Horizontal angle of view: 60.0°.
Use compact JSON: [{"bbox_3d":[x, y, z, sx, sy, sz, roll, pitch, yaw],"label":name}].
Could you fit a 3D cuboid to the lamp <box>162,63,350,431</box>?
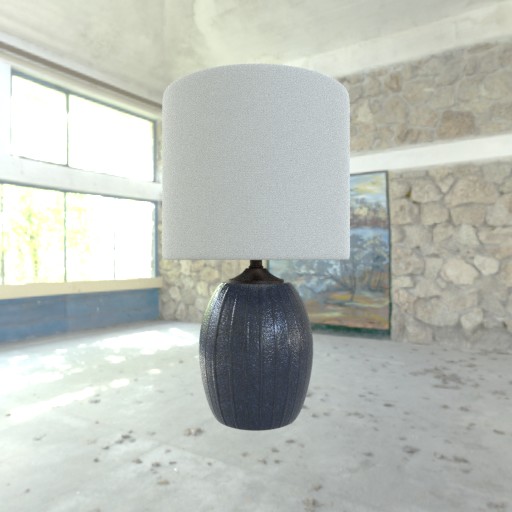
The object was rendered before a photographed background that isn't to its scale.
[{"bbox_3d":[0.000,0.000,0.793,0.329,0.570,0.329,0,0,34],"label":"lamp"}]
